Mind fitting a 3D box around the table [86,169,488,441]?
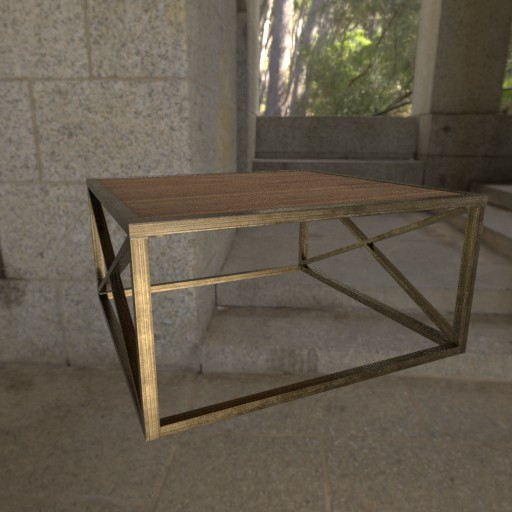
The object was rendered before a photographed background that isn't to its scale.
[{"bbox_3d":[0.000,0.000,1.417,0.909,0.451,0.899,-7,17,-24],"label":"table"}]
